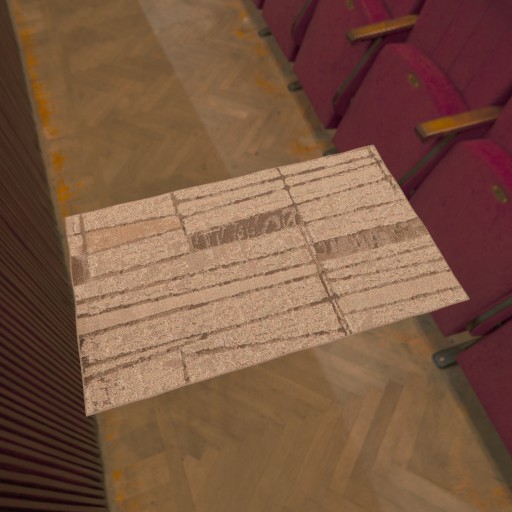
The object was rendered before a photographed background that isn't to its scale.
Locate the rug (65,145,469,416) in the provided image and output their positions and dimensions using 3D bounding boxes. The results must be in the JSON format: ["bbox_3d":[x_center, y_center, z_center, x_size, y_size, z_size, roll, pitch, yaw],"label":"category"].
[{"bbox_3d":[0.000,0.000,1.073,0.867,0.007,0.515,-15,60,-9],"label":"rug"}]
